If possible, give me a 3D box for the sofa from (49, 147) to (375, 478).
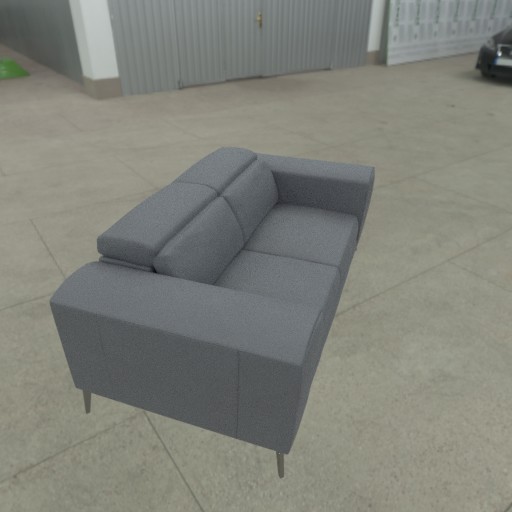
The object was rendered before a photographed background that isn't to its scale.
[{"bbox_3d":[0.000,0.000,2.377,1.003,0.779,1.895,11,33,17],"label":"sofa"}]
